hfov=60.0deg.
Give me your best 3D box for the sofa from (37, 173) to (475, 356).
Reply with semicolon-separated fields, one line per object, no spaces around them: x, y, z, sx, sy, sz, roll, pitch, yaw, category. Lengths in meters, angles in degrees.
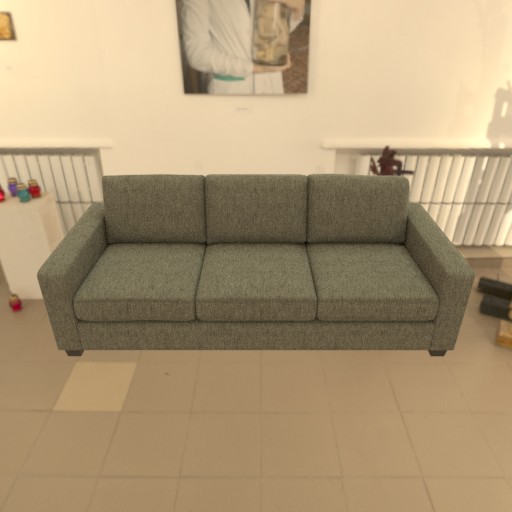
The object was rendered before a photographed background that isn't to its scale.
0.000;0.000;2.610;2.160;0.800;0.900;0;30;0;sofa
